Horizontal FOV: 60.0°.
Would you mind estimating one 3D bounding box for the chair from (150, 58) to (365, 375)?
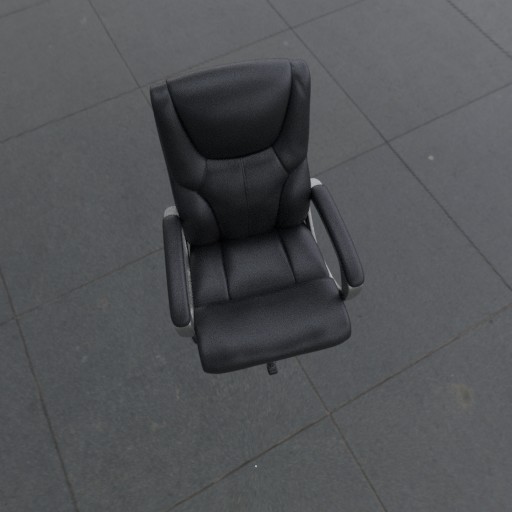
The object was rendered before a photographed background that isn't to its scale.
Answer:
[{"bbox_3d":[0.000,0.000,1.639,0.663,1.155,0.739,-12,65,-6],"label":"chair"}]
